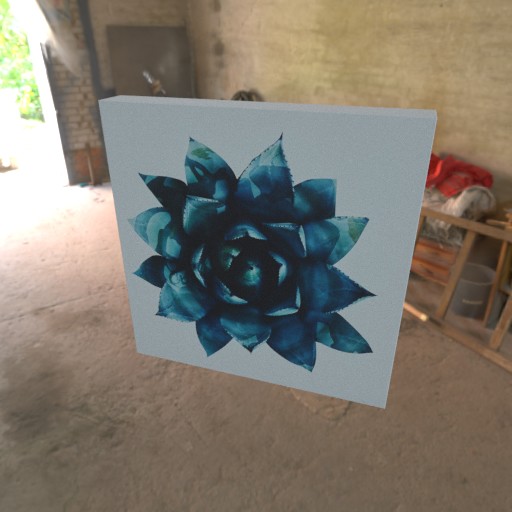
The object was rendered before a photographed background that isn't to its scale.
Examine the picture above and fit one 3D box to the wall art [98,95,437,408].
[{"bbox_3d":[0.000,0.000,0.467,0.305,0.305,0.038,8,28,16],"label":"wall art"}]
